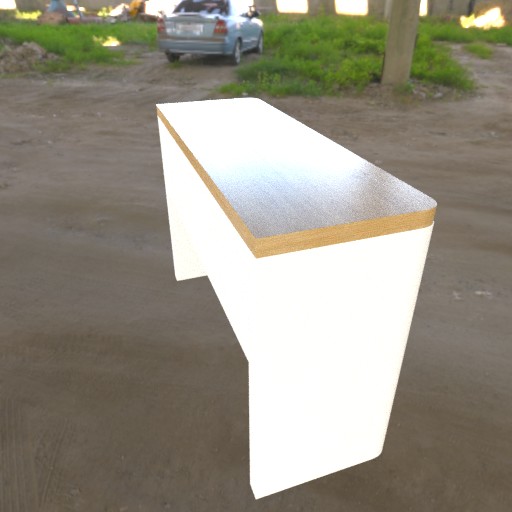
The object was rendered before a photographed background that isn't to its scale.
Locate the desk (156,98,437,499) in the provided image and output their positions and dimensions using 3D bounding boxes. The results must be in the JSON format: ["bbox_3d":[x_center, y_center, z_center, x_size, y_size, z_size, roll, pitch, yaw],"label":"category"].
[{"bbox_3d":[0.000,0.000,1.437,0.390,0.760,1.100,-10,32,-17],"label":"desk"}]
